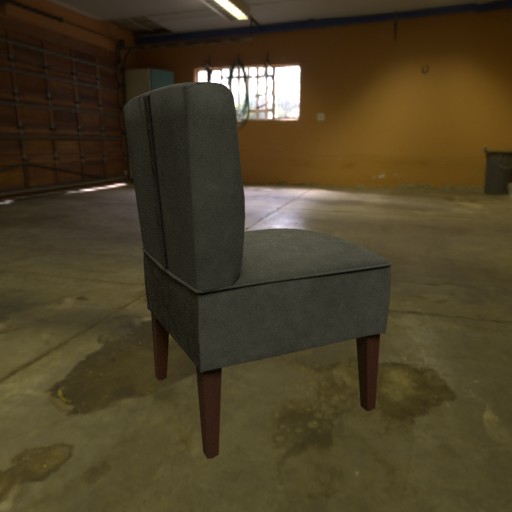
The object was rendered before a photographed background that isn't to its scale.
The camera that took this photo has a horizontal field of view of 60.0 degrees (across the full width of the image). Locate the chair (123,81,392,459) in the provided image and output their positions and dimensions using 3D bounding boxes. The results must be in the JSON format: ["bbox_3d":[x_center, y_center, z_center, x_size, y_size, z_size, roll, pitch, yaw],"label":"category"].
[{"bbox_3d":[0.000,0.000,1.177,0.554,0.806,0.521,-8,16,-27],"label":"chair"}]
